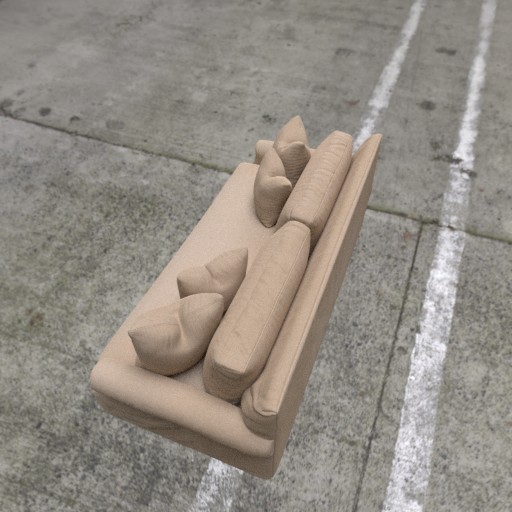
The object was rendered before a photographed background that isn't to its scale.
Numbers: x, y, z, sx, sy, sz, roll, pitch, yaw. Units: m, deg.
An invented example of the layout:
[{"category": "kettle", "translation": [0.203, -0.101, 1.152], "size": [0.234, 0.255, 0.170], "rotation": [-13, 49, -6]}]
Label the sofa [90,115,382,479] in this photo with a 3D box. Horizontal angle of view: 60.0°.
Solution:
[{"category": "sofa", "translation": [0.000, 0.000, 2.770], "size": [1.067, 0.904, 2.285], "rotation": [16, 48, 15]}]
